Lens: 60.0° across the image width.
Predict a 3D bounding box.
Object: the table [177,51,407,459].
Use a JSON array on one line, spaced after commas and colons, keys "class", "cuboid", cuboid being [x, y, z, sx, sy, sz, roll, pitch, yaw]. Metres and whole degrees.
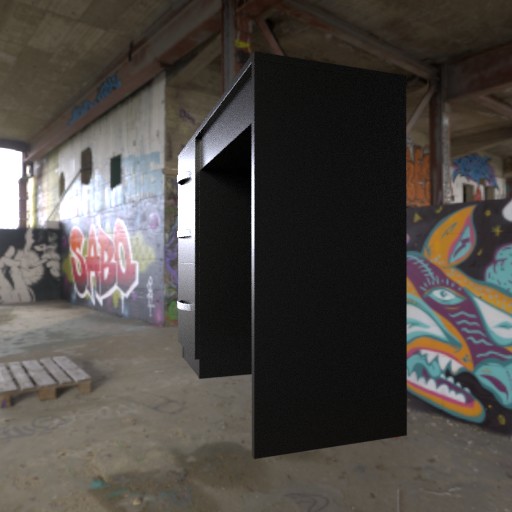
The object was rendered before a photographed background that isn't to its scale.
[{"class": "table", "cuboid": [0.000, 0.000, 1.351, 0.380, 0.790, 0.930, 0, 0, -19]}]
